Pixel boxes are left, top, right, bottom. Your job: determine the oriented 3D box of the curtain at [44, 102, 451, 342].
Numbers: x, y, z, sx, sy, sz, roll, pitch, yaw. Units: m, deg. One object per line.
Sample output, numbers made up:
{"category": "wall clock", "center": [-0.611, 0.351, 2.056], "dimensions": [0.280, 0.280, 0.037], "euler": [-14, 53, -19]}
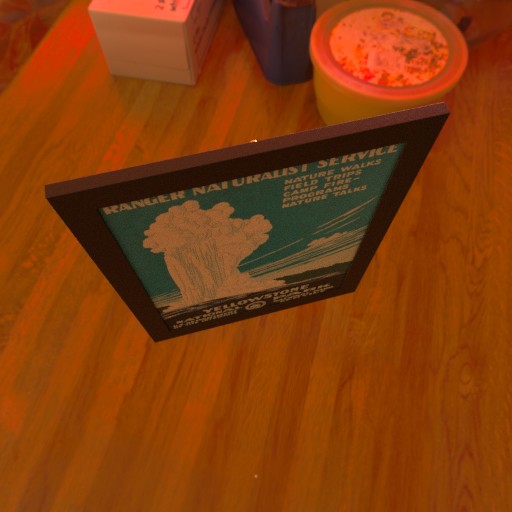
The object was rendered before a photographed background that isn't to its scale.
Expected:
{"category": "curtain", "center": [0.000, 0.000, 0.779], "dimensions": [0.483, 0.585, 0.027], "euler": [-13, 64, -7]}
